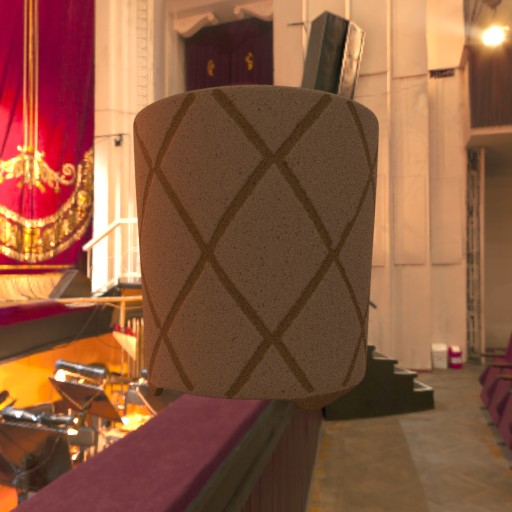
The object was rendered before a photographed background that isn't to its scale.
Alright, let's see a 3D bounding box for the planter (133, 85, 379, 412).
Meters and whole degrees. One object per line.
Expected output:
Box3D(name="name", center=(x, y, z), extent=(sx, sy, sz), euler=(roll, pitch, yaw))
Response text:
Box3D(name="planter", center=(0.000, 0.000, 0.354), extent=(0.191, 0.199, 0.191), euler=(0, -1, 0))
